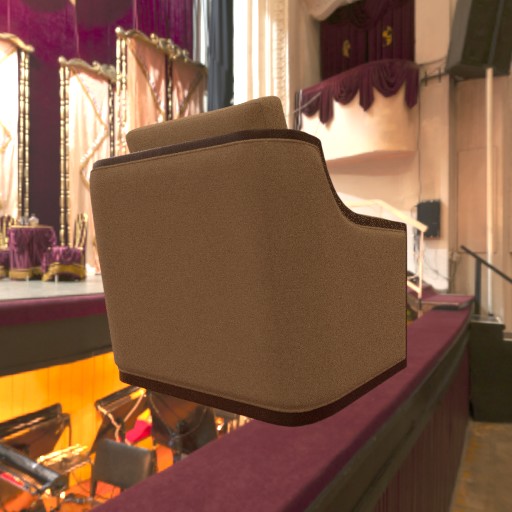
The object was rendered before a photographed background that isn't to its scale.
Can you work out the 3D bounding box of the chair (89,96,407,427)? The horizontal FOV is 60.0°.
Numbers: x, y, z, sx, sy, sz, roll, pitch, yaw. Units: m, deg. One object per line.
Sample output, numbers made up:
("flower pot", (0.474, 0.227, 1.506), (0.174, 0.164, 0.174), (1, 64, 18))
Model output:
("chair", (0.000, 0.000, 1.654), (0.870, 0.930, 0.950), (0, 1, 36))
